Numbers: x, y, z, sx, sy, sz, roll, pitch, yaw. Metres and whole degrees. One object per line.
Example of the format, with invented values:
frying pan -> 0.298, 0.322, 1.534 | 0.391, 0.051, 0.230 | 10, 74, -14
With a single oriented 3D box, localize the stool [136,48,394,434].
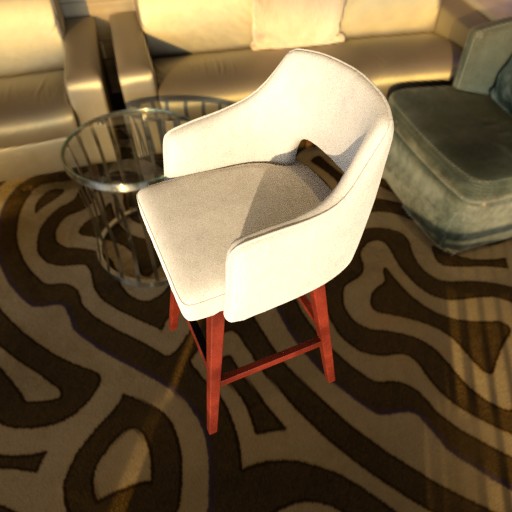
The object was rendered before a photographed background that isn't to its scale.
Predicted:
stool -> 0.000, 0.000, 1.315 | 0.558, 1.012, 0.548 | -18, 49, -17
